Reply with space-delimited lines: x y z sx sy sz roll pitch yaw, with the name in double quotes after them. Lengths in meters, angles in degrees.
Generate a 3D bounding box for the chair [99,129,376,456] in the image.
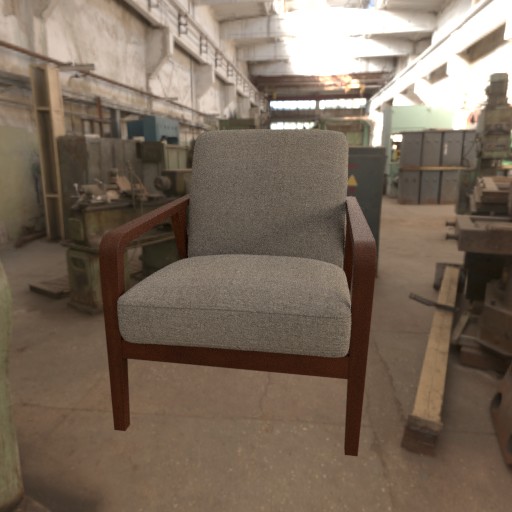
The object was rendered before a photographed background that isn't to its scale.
0.000 0.000 1.492 0.704 0.847 0.858 2 14 9 "chair"
